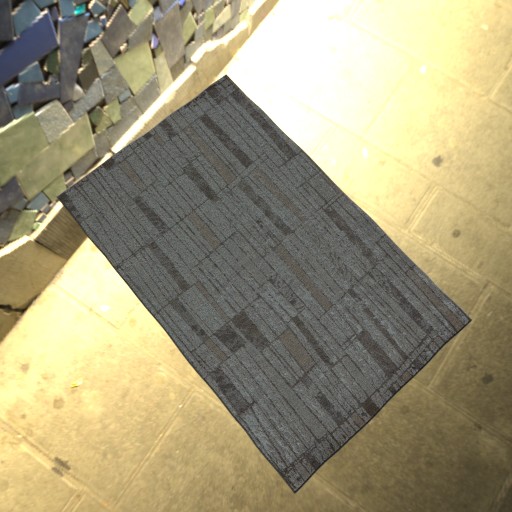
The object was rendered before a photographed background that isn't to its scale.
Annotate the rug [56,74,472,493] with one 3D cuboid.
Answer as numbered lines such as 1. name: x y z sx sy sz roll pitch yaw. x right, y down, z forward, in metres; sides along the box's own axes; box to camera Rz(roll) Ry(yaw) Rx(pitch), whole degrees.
1. rug: 0.000 0.000 2.932 1.531 0.023 2.444 -40 78 -10
